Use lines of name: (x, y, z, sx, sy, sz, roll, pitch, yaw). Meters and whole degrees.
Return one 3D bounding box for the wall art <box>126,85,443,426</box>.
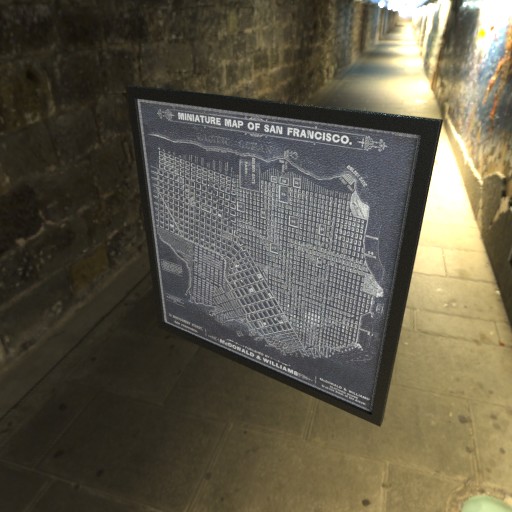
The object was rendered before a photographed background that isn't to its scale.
wall art: (0.000, 0.000, 1.197, 0.807, 0.807, 0.022, 17, 33, 28)
